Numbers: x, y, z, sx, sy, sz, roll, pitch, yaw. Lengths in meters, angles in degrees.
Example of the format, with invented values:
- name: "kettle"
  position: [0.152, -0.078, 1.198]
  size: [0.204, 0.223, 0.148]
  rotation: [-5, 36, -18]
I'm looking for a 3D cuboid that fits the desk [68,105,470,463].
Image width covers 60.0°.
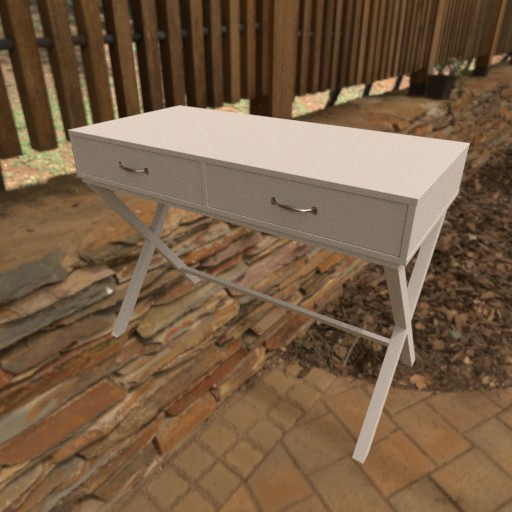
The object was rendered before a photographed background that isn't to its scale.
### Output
- name: "desk"
  position: [0.000, 0.000, 1.462]
  size: [1.057, 0.780, 0.525]
  rotation: [17, 33, 29]
